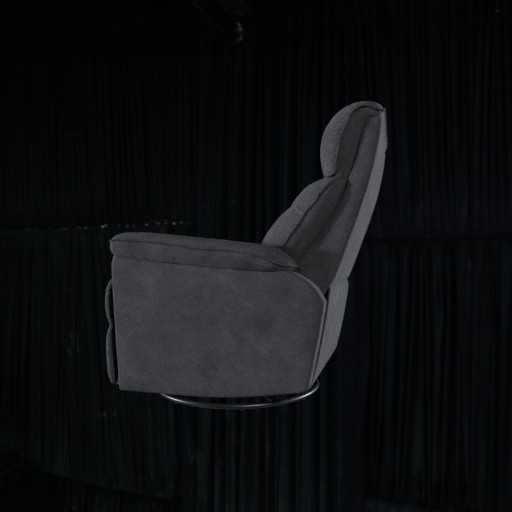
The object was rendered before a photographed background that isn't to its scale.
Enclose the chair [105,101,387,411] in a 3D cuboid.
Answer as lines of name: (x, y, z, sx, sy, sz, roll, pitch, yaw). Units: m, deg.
chair: (0.000, 0.000, 1.782, 1.009, 1.035, 0.830, 0, 0, 17)
